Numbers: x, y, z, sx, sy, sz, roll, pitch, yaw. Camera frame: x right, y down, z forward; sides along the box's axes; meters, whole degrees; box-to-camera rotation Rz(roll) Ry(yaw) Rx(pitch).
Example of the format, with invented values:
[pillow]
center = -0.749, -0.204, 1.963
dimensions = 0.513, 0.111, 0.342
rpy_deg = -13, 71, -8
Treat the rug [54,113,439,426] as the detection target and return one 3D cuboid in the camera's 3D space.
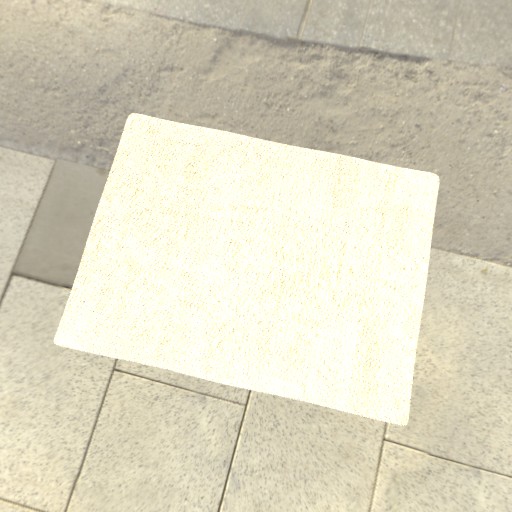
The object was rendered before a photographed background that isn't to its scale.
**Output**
[rug]
center = 0.000, 0.000, 2.096
dimensions = 1.600, 0.027, 1.200
rpy_deg = 12, 76, 3
